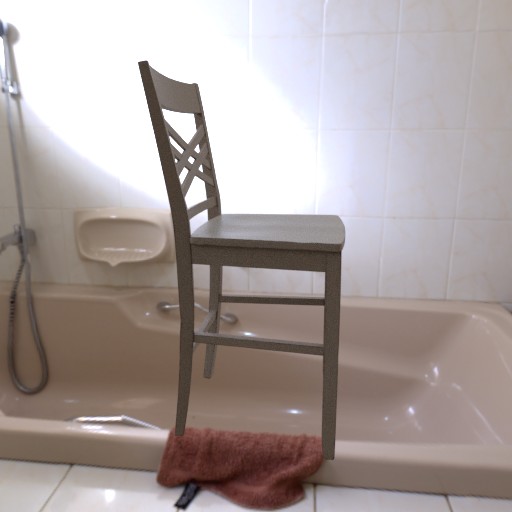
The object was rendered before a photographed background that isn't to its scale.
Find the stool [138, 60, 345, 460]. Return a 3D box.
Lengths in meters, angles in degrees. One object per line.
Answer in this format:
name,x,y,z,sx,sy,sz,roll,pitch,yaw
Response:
stool,0.000,0.000,1.390,0.539,1.079,0.462,2,15,8
